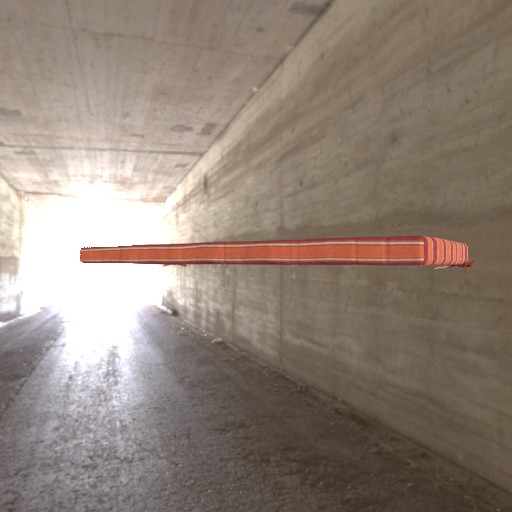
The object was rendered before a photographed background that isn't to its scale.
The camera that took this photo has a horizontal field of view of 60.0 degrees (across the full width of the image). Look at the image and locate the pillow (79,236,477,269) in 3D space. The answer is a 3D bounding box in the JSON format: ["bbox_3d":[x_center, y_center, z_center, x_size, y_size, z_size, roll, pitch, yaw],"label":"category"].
[{"bbox_3d":[0.000,0.000,1.376,1.187,0.081,0.492,0,-1,35],"label":"pillow"}]
